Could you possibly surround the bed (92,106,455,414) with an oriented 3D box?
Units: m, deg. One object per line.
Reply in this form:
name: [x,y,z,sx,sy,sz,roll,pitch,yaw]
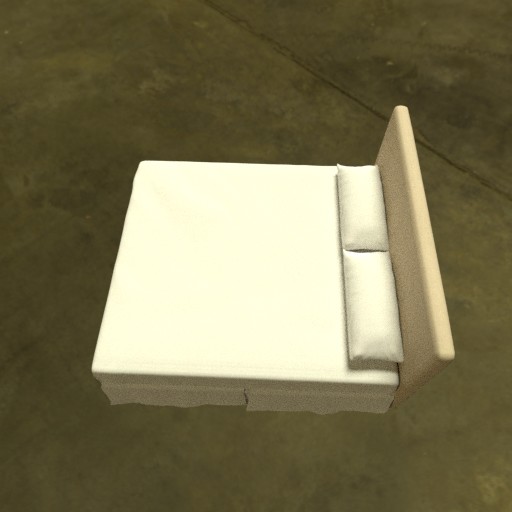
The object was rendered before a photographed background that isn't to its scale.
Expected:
bed: [0.000,0.000,3.503,2.319,1.317,2.119,2,59,1]
